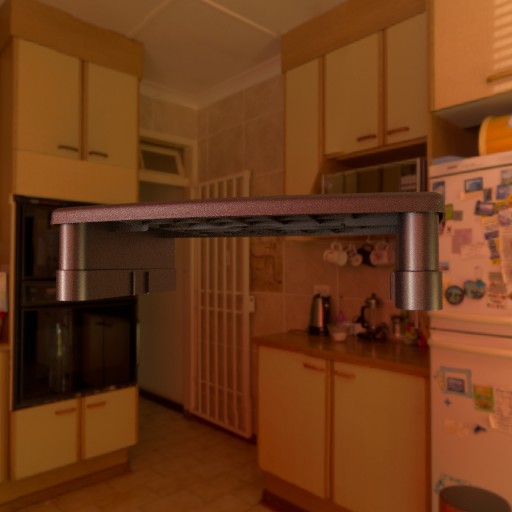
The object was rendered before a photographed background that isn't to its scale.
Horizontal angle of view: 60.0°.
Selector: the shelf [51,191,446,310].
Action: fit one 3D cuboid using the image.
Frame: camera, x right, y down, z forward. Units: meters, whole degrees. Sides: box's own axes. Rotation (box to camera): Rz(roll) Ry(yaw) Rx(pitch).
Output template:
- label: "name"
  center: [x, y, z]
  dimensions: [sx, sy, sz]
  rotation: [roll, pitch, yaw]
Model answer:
- label: "shelf"
  center: [0.000, 0.000, 0.531]
  dimensions: [0.410, 0.100, 0.280]
  rotation: [0, -1, 17]
